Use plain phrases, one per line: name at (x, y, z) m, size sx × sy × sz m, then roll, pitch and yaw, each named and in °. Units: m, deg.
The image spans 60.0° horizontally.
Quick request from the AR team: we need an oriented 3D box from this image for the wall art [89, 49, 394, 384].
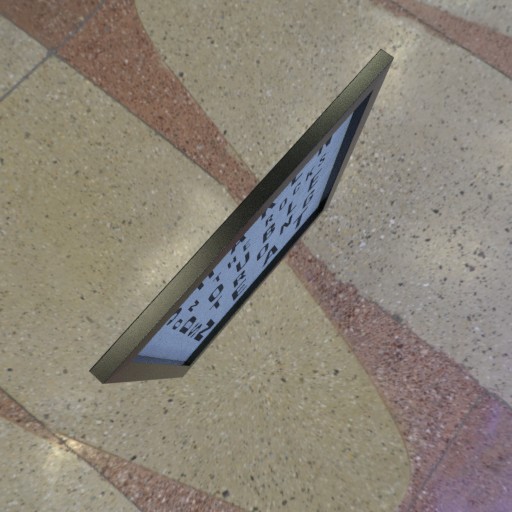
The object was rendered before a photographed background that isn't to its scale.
wall art at (0.000, 0.000, 0.514) m, size 0.014 × 0.349 × 0.349 m, roll 39°, pitch 79°, yaw 9°
